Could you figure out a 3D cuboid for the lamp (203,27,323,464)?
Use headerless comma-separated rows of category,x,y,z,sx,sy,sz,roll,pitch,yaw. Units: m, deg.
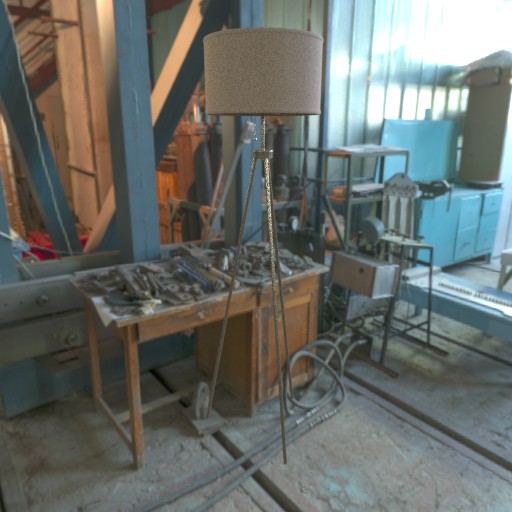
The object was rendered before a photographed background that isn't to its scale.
lamp,0.000,0.000,1.739,0.460,1.545,0.449,2,16,8
